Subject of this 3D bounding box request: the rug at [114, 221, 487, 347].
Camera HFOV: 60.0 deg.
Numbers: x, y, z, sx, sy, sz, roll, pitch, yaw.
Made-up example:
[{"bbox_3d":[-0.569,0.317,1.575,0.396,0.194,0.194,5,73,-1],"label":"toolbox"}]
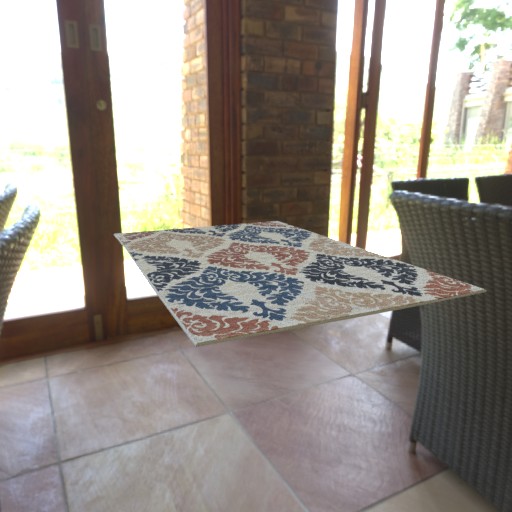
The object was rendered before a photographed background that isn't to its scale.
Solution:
[{"bbox_3d":[0.000,0.000,2.910,1.514,0.014,2.275,-6,15,-24],"label":"rug"}]
